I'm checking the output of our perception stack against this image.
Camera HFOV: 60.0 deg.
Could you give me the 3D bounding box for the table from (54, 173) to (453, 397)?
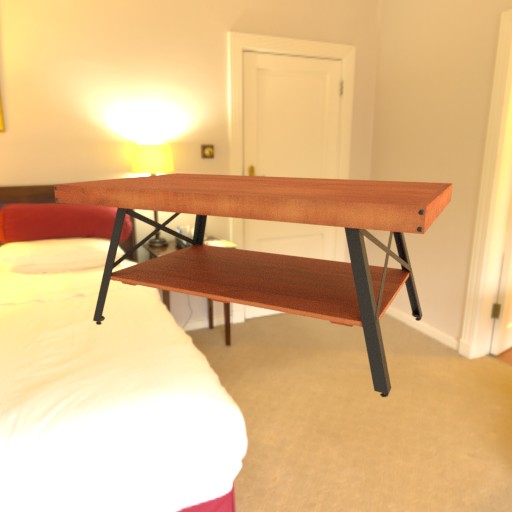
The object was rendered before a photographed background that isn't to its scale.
[{"bbox_3d":[0.000,0.000,1.419,1.067,0.457,0.610,7,16,27],"label":"table"}]
